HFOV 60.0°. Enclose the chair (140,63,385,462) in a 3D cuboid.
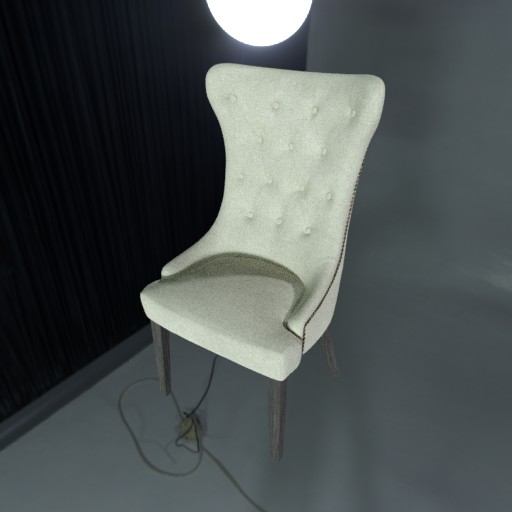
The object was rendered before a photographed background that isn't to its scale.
[{"bbox_3d":[0.000,0.000,1.407,0.584,1.065,0.590,18,34,29],"label":"chair"}]
